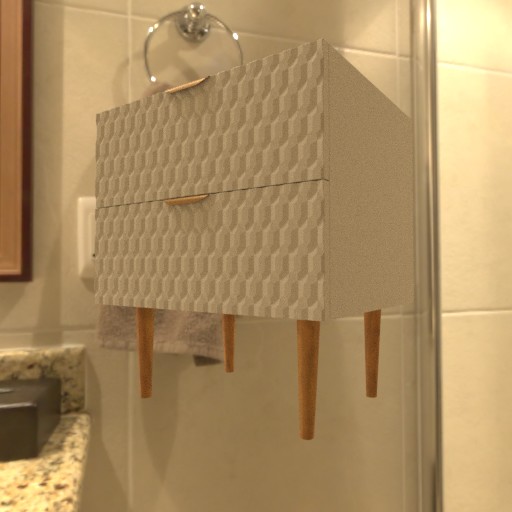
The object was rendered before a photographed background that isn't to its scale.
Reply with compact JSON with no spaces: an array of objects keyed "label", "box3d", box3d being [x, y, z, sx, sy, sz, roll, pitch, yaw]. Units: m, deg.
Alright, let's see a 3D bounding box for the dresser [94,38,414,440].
[{"label":"dresser","box3d":[0.000,0.000,0.893,0.503,0.568,0.414,-1,-2,36]}]
